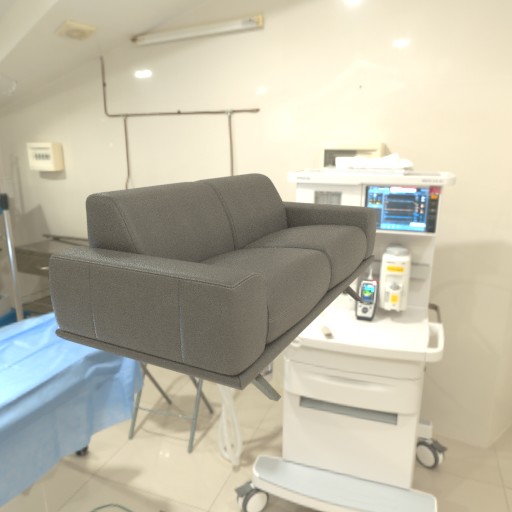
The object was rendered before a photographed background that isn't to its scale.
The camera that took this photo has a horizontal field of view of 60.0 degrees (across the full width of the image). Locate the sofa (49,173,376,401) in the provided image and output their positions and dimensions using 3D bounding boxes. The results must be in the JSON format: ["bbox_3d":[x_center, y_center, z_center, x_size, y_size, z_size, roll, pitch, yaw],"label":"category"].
[{"bbox_3d":[0.000,0.000,2.380,0.900,0.772,1.901,7,16,27],"label":"sofa"}]
